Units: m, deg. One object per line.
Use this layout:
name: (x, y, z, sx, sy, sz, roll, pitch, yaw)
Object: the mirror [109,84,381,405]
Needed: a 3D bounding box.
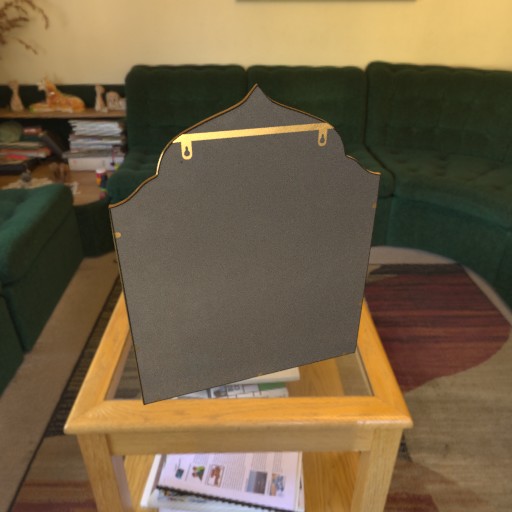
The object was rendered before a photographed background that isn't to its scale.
mirror: (0.000, 0.000, 0.867, 0.513, 0.635, 0.018, -10, 31, -16)
